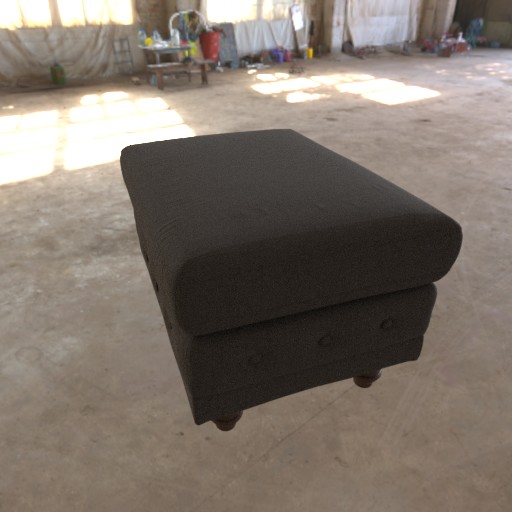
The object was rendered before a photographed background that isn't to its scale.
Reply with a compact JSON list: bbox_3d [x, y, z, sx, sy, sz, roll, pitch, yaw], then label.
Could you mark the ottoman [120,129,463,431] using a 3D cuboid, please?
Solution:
[{"bbox_3d":[0.000,0.000,1.152,0.569,0.500,0.771,-11,31,-18],"label":"ottoman"}]
